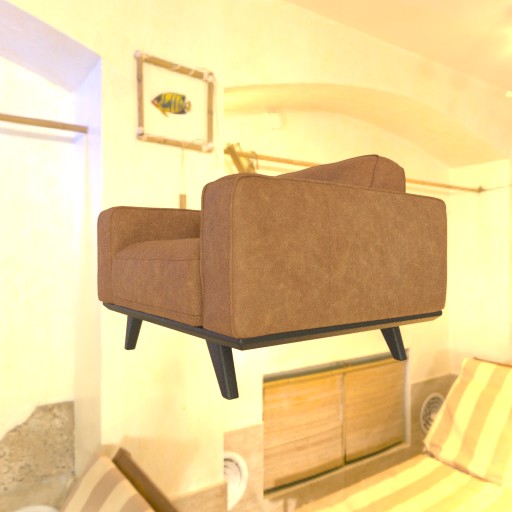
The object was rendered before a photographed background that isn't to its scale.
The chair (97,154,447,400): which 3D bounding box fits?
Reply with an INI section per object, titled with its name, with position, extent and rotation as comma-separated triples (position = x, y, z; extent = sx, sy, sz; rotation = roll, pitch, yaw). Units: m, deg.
[chair]
position = 0.000, 0.000, 1.753
extent = 0.952, 0.782, 1.118
rotation = 0, 0, -36
